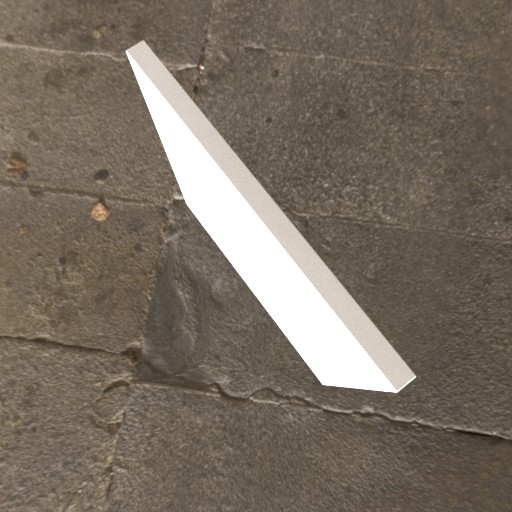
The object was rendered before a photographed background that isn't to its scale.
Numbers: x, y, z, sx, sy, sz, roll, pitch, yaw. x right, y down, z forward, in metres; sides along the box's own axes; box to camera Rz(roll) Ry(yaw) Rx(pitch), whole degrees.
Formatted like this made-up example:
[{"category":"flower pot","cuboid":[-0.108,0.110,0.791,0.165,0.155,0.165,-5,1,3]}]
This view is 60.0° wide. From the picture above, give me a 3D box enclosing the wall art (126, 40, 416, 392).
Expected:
[{"category":"wall art","cuboid":[0.000,0.000,1.116,0.040,0.762,0.762,-36,78,-9]}]
